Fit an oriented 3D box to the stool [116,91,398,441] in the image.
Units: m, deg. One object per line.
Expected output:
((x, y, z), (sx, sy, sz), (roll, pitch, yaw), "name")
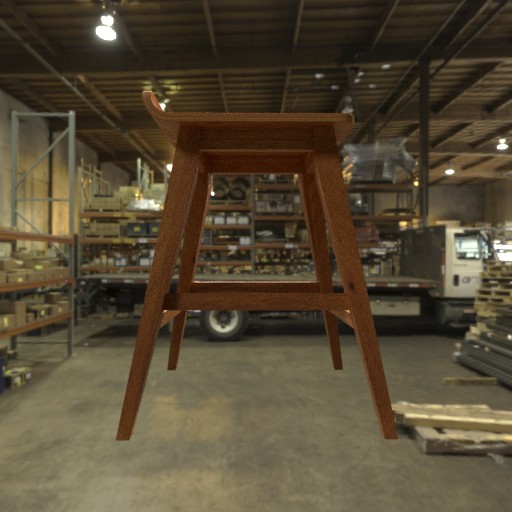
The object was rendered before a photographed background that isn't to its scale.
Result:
((0.000, 0.000, 1.033), (0.500, 0.650, 0.500), (0, 0, -1), "stool")
